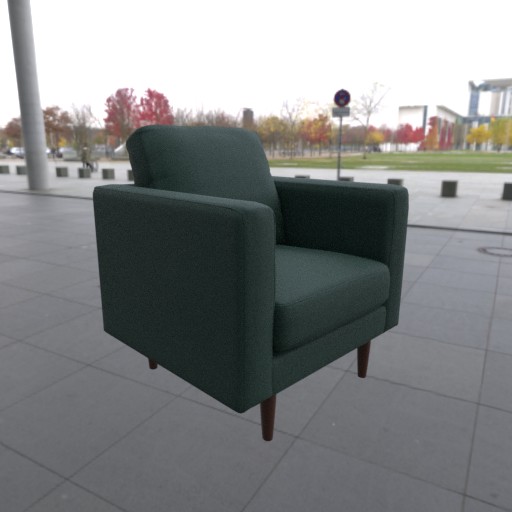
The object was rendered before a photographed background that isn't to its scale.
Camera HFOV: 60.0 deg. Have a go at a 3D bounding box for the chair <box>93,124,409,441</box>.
[{"bbox_3d":[0.000,0.000,1.613,0.800,0.927,0.855,13,19,43],"label":"chair"}]
